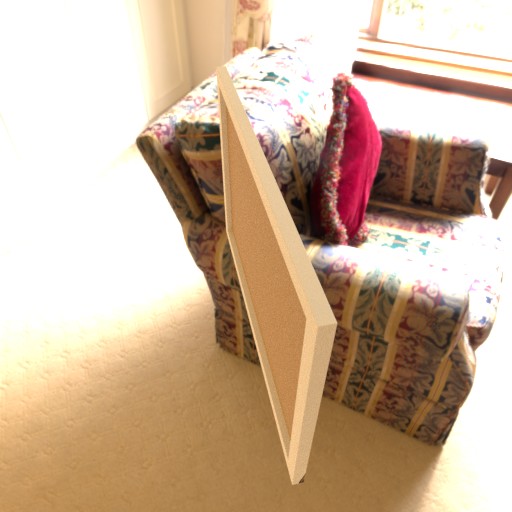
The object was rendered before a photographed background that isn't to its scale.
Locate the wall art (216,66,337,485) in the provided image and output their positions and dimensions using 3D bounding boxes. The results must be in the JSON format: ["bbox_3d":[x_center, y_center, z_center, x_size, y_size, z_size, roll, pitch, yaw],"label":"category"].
[{"bbox_3d":[0.000,0.000,1.424,0.038,0.767,1.144,-9,45,-9],"label":"wall art"}]
